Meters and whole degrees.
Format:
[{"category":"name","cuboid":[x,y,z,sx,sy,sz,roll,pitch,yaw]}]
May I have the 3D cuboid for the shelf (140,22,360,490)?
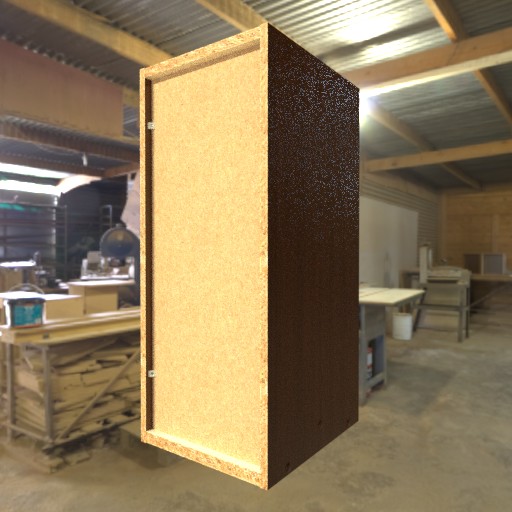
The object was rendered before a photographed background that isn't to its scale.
[{"category":"shelf","cuboid":[0.000,0.000,0.758,0.253,0.600,0.290,1,1,36]}]
